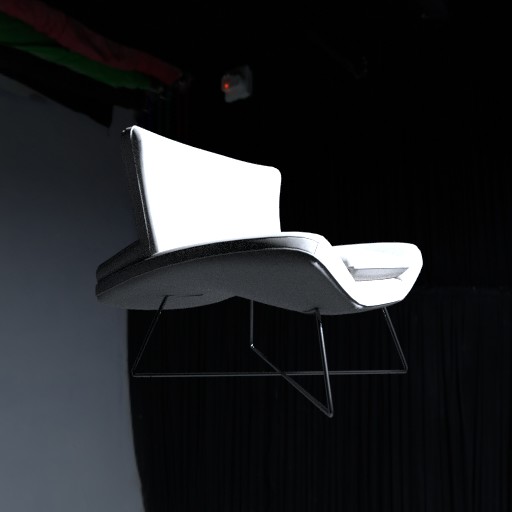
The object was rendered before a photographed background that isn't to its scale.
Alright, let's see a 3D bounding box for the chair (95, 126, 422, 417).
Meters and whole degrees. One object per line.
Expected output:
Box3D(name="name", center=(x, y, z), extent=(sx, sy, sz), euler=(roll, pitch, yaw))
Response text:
Box3D(name="chair", center=(0.000, 0.000, 1.661), extent=(1.008, 0.855, 0.859), euler=(-1, -1, 37))
